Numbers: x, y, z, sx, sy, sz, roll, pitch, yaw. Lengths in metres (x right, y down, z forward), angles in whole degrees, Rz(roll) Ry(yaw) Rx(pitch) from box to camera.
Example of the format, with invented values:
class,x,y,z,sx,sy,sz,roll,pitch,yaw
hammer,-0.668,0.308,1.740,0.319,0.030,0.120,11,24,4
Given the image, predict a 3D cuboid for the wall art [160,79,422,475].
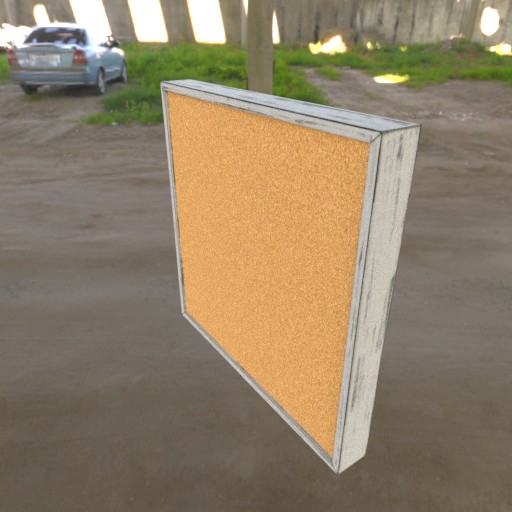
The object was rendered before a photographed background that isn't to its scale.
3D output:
class,x,y,z,sx,sy,sz,roll,pitch,yaw
wall art,0.000,0.000,0.445,0.036,0.303,0.303,-18,33,-31
